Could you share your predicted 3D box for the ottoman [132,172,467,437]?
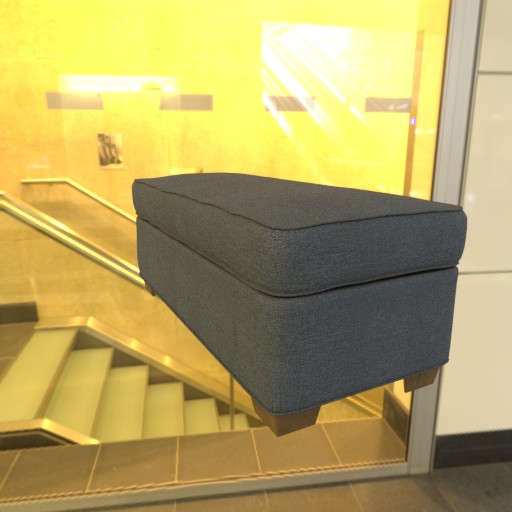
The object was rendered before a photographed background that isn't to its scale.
[{"bbox_3d":[0.000,0.000,1.366,0.515,0.460,1.110,-7,16,-27],"label":"ottoman"}]
